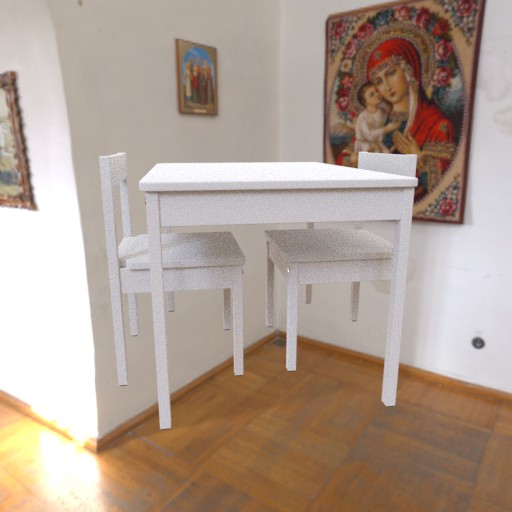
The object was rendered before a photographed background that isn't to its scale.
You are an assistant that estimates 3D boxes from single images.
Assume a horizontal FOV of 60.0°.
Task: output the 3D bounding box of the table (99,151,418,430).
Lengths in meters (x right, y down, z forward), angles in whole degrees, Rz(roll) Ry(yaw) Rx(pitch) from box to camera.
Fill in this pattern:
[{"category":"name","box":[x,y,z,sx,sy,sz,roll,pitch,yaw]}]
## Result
[{"category":"table","box":[0.000,0.000,1.117,0.672,0.503,0.650,-2,15,-9]}]
